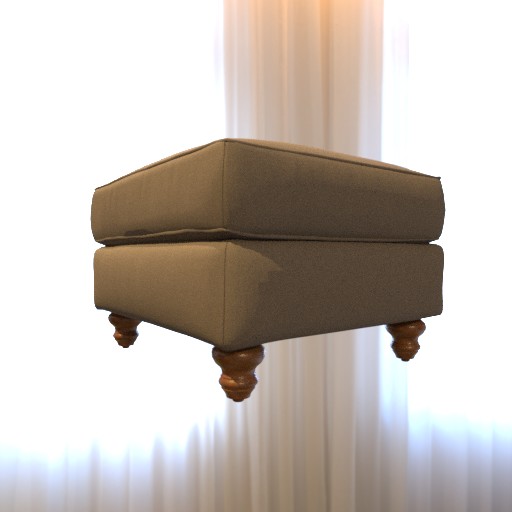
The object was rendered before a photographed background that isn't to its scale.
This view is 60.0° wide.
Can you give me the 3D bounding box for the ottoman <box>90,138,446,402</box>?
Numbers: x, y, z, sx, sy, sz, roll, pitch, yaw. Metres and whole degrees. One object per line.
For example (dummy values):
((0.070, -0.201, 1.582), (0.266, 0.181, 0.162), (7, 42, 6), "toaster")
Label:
((0.000, 0.000, 1.145), (0.662, 0.505, 0.721), (0, 0, -37), "ottoman")
